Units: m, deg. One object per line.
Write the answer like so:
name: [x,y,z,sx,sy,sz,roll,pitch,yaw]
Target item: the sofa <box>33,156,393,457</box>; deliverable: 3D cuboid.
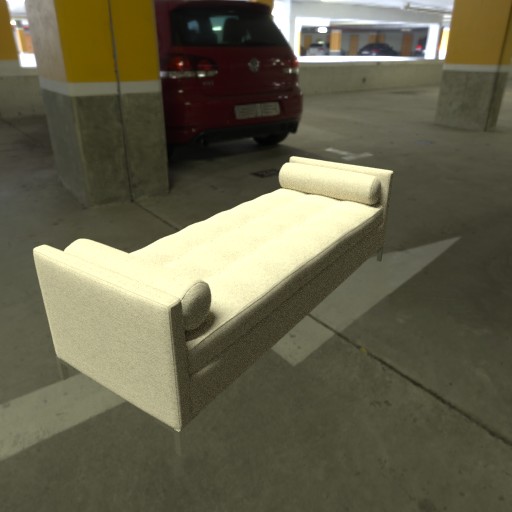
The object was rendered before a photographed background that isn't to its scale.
sofa: [0.000,0.000,2.489,0.797,0.655,2.102,16,30,31]
